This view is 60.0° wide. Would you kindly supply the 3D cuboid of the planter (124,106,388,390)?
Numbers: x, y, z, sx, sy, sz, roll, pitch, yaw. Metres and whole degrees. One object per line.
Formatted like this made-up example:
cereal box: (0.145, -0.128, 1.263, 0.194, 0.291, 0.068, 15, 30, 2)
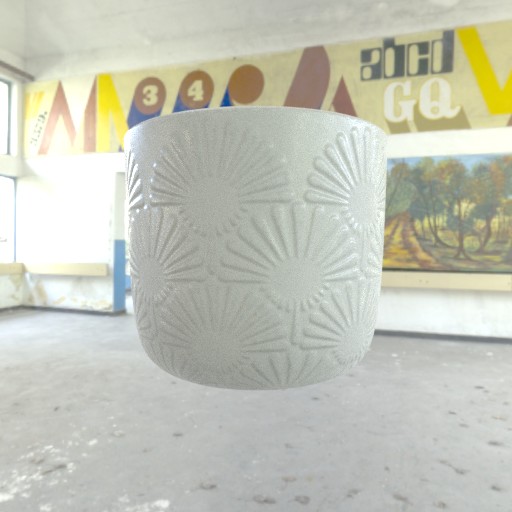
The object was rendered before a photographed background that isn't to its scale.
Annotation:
planter: (0.000, 0.000, 0.218, 0.124, 0.109, 0.124, 0, 1, 0)
